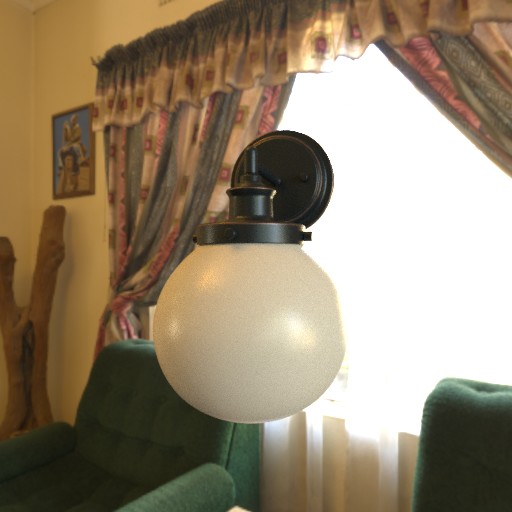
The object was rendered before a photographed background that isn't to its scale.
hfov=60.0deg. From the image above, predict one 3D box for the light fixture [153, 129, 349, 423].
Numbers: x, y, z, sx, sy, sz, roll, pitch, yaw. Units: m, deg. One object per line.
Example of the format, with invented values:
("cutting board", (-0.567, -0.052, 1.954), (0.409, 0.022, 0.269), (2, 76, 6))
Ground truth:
("light fixture", (0.000, 0.000, 0.473), (0.197, 0.332, 0.230), (0, -1, 17))
